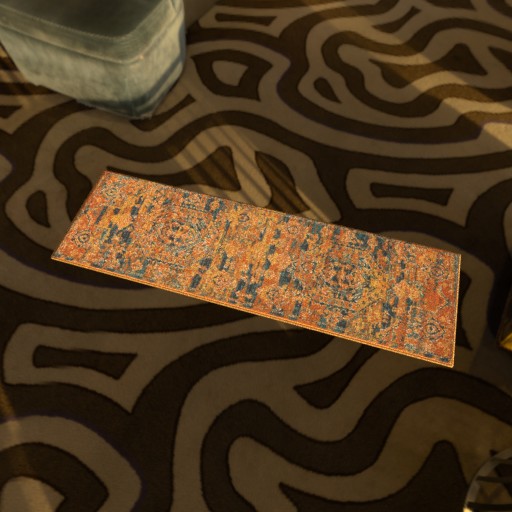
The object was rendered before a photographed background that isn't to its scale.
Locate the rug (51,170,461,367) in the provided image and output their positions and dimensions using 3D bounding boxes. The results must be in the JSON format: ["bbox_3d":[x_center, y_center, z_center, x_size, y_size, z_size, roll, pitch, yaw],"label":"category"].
[{"bbox_3d":[0.000,0.000,2.052,1.820,0.013,0.556,14,61,8],"label":"rug"}]
